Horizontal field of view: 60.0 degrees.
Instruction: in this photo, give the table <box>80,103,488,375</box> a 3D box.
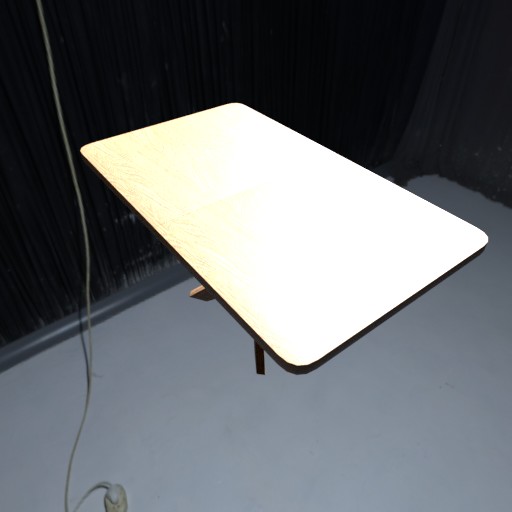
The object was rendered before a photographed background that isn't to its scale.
[{"bbox_3d":[0.000,0.000,2.109,0.950,0.770,1.600,-26,47,-27],"label":"table"}]
